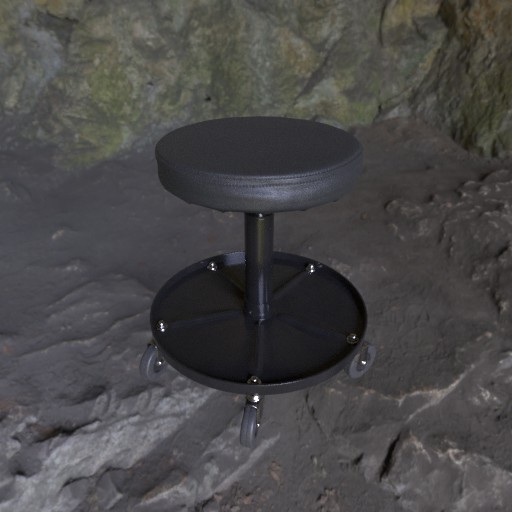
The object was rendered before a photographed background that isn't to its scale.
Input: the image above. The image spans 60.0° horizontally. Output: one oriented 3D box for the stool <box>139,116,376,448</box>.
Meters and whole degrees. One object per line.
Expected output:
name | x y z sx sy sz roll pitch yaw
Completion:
stool | 0.000 0.000 0.684 0.382 0.365 0.381 19 36 28
